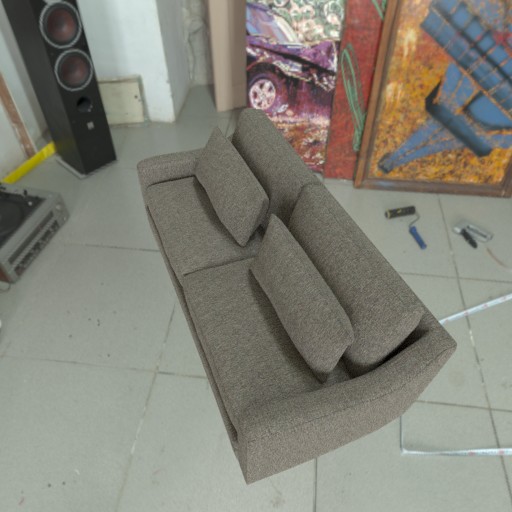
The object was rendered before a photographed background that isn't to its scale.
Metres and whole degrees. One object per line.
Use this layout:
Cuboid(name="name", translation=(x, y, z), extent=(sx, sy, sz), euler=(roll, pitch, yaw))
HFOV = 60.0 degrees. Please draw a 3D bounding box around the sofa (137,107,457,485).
Cuboid(name="sofa", translation=(0.000, 0.000, 2.955), extent=(1.103, 0.998, 2.418), euler=(-17, 50, -15))
